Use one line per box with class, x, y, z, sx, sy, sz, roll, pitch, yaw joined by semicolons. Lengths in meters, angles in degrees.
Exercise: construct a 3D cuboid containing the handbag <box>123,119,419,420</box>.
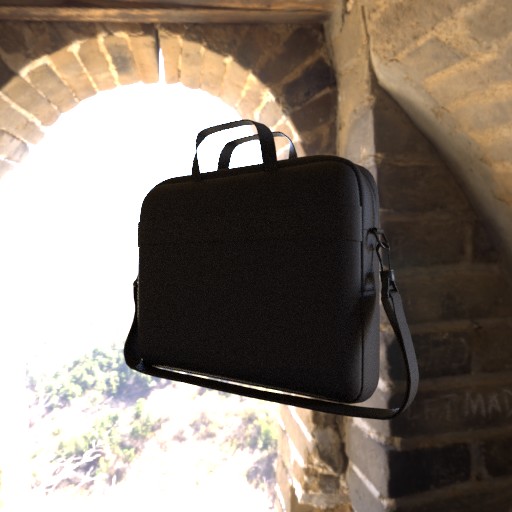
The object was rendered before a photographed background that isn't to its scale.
handbag;0.000;0.000;0.585;0.429;0.330;0.126;-1;-1;35
